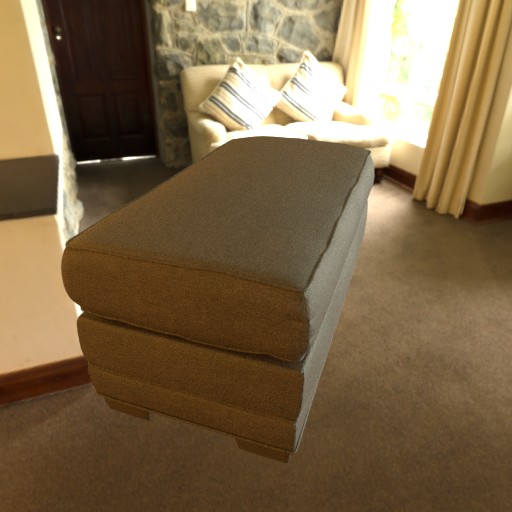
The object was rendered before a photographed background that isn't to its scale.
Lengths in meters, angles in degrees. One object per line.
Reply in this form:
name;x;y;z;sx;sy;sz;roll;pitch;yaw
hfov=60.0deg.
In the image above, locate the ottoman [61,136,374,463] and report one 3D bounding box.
ottoman;0.000;0.000;1.160;0.490;0.448;0.864;10;30;17
